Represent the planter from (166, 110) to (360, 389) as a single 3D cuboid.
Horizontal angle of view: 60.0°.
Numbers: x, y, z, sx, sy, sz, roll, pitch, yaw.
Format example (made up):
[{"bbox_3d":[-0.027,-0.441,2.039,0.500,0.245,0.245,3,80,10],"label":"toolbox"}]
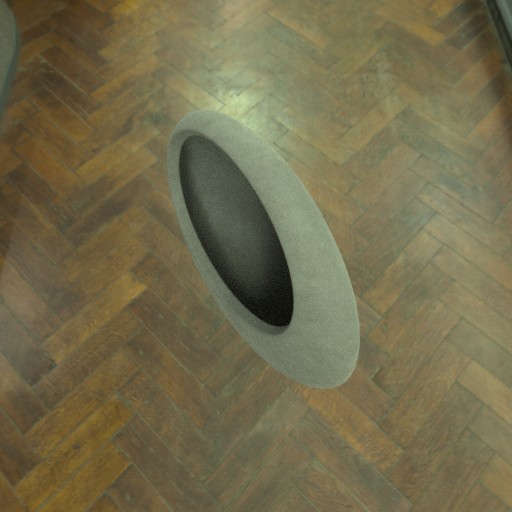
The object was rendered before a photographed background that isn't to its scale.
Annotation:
[{"bbox_3d":[0.000,0.000,0.281,0.071,0.188,0.185,-29,67,-14],"label":"planter"}]
